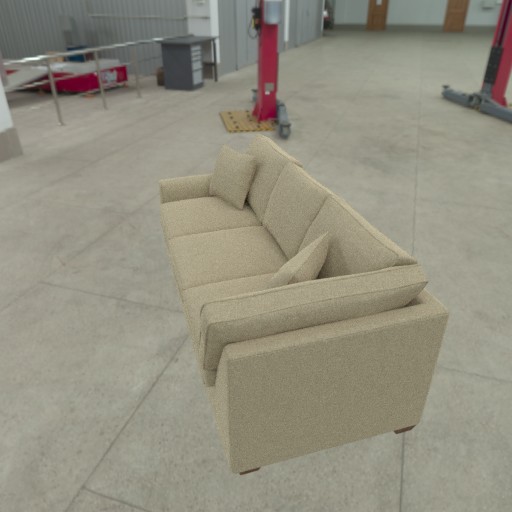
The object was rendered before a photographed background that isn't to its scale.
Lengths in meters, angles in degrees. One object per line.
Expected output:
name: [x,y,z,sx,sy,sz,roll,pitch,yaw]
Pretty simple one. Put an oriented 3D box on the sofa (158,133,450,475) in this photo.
sofa: [0.000,0.000,2.836,1.061,0.962,2.317,-9,31,-15]
